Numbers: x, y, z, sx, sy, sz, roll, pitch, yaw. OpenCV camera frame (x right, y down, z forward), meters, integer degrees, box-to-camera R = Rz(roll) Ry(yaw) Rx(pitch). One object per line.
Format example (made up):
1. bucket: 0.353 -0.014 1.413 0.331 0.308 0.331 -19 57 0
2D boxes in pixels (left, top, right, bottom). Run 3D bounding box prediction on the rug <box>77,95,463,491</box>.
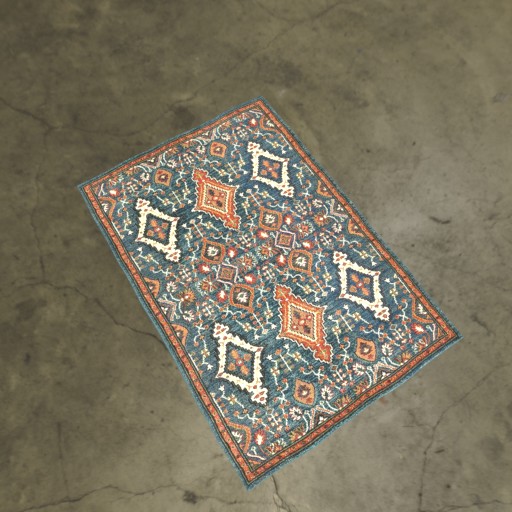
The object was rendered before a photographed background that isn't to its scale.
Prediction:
1. rug: 0.000 0.000 3.014 1.622 0.009 2.373 -30 70 -12
